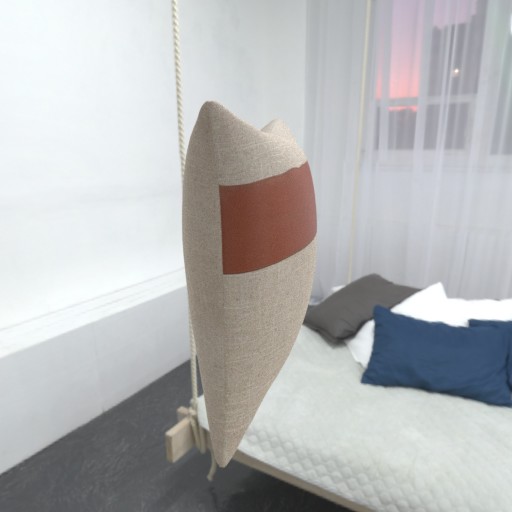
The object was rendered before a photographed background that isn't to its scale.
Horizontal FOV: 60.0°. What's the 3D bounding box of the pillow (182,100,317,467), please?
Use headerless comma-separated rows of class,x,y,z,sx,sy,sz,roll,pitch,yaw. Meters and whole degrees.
pillow,0.000,0.000,0.645,0.173,0.399,0.414,3,15,11
